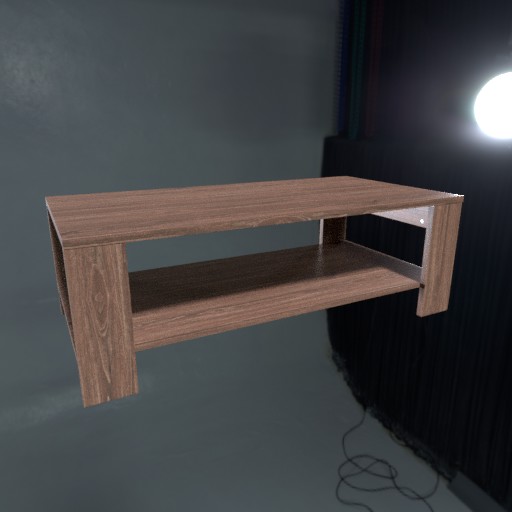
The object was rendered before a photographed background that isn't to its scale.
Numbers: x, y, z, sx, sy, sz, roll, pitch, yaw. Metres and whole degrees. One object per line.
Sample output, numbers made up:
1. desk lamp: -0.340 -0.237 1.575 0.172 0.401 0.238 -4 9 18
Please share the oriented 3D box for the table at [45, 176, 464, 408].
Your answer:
1. table: 0.000 0.000 1.478 1.200 0.400 0.600 -9 19 -26
